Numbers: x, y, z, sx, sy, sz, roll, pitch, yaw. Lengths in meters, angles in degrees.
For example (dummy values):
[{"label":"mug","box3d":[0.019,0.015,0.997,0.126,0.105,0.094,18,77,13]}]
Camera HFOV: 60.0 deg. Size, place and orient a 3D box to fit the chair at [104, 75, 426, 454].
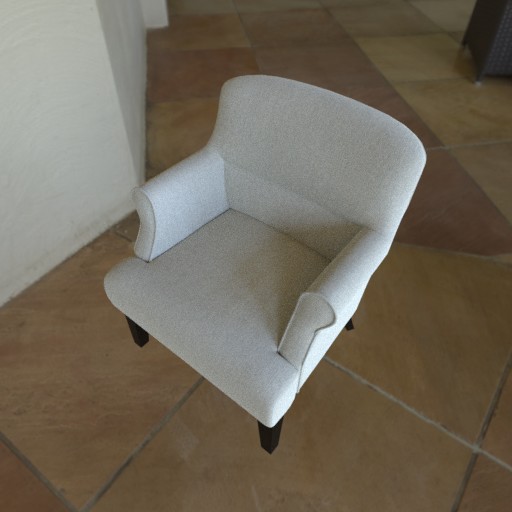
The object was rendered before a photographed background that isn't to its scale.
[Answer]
[{"label":"chair","box3d":[0.000,0.000,1.464,0.781,0.875,0.750,30,53,26]}]
